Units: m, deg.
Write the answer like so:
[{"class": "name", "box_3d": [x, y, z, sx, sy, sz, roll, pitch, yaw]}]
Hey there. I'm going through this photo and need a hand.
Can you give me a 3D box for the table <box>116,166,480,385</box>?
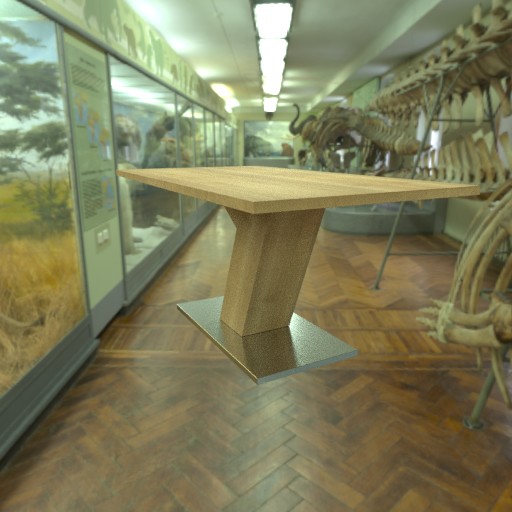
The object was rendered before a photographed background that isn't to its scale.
[{"class": "table", "box_3d": [0.000, 0.000, 2.101, 0.900, 0.750, 1.600, -8, 16, -28]}]
